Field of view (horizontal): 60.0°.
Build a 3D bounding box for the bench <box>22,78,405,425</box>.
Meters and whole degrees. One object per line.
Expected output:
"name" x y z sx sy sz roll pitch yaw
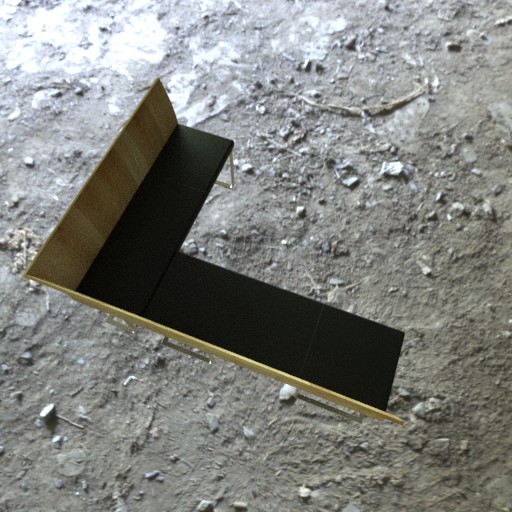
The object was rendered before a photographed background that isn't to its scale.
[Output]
"bench" 0.000 0.000 2.794 1.945 0.930 1.495 19 65 9
